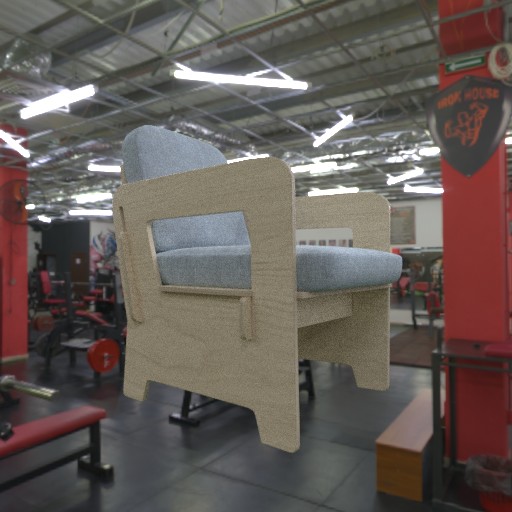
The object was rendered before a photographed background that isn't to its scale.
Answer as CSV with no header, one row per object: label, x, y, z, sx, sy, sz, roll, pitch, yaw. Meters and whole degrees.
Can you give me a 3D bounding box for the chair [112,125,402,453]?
chair,0.000,0.000,1.275,0.710,0.800,0.590,-1,-1,36
